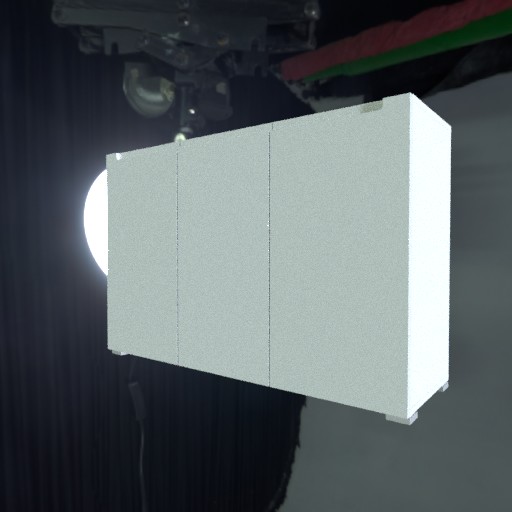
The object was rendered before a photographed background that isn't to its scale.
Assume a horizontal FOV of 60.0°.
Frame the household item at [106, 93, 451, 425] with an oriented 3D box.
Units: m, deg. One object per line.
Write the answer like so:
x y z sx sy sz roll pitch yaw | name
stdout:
0.000 0.000 1.700 1.300 0.867 0.420 1 2 37 | household item
